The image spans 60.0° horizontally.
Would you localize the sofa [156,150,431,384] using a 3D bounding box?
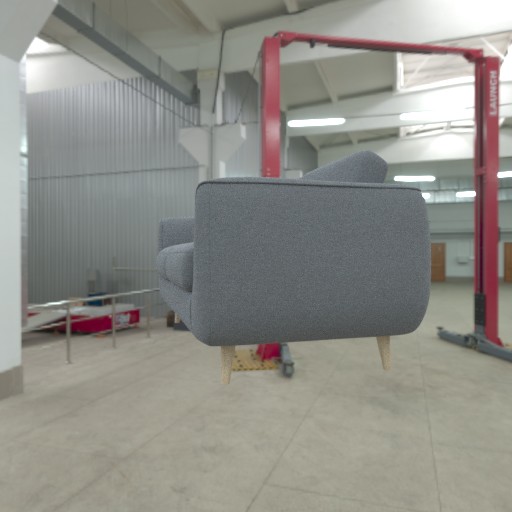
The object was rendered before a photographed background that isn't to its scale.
[{"bbox_3d":[0.000,0.000,2.237,0.920,0.850,1.700,0,0,-17],"label":"sofa"}]
